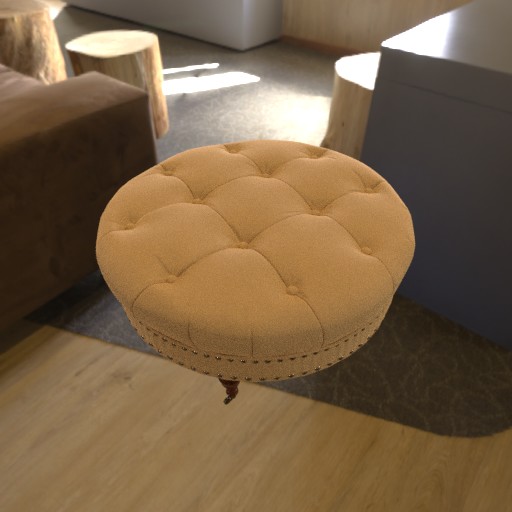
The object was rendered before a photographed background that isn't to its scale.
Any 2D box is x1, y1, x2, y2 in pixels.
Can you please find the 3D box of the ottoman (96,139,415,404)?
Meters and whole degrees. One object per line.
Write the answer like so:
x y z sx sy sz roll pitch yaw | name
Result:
0.000 0.000 1.387 0.901 0.439 0.901 0 42 0 | ottoman
